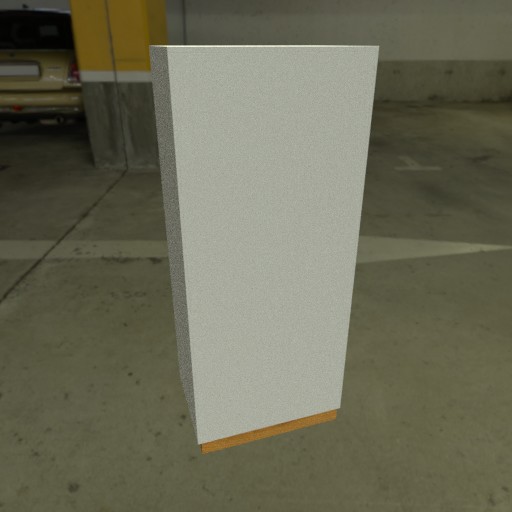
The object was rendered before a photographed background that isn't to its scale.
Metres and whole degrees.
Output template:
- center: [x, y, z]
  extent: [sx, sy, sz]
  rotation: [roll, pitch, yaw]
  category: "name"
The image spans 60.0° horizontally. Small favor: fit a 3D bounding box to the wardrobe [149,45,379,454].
- center: [0.000, 0.000, 2.382]
  extent: [0.860, 2.040, 0.600]
  rotation: [-8, 27, -16]
  category: "wardrobe"
